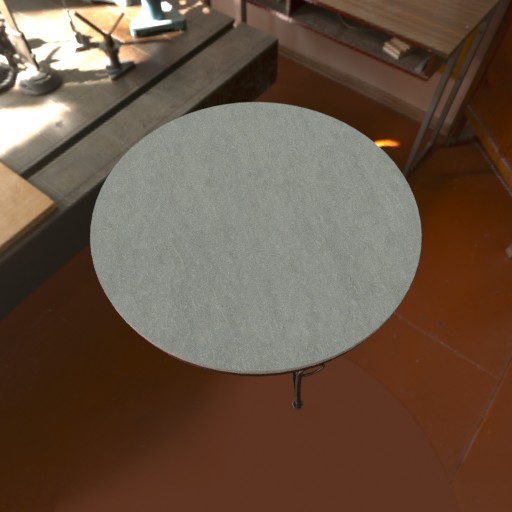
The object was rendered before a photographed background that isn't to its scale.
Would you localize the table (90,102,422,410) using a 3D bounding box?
[{"bbox_3d":[0.000,0.000,1.411,0.889,0.470,0.889,0,58,0],"label":"table"}]
